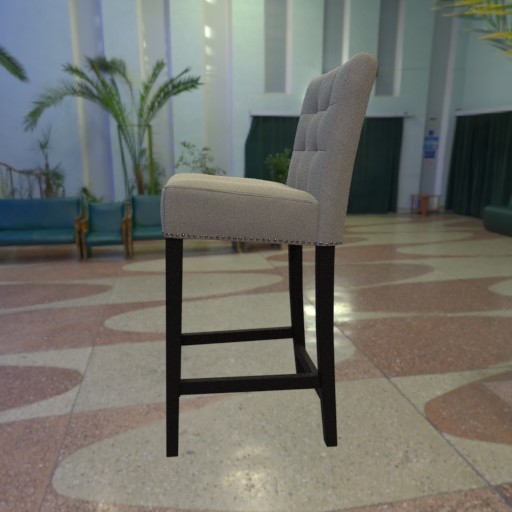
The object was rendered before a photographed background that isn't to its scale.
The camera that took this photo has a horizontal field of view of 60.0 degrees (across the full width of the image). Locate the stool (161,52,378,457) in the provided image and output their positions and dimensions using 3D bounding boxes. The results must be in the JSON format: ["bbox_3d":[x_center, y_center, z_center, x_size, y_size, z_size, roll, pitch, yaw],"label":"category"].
[{"bbox_3d":[0.000,0.000,1.297,0.548,1.047,0.411,-2,14,-8],"label":"stool"}]
